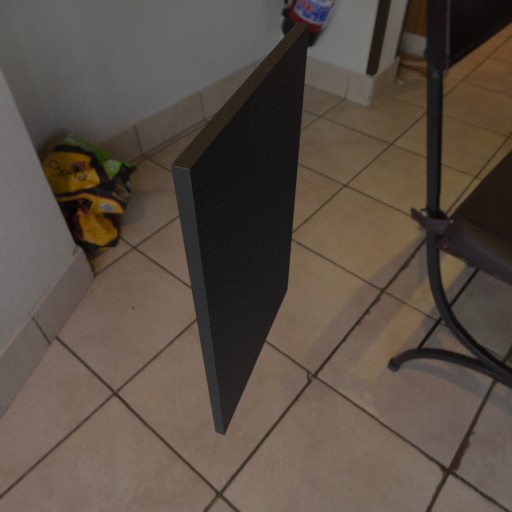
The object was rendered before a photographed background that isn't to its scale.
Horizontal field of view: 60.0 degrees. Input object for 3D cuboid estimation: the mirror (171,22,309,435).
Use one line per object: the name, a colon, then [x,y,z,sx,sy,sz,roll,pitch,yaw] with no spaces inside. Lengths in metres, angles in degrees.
mirror: [0.000,0.000,1.487,0.038,1.219,0.762,16,49,14]
